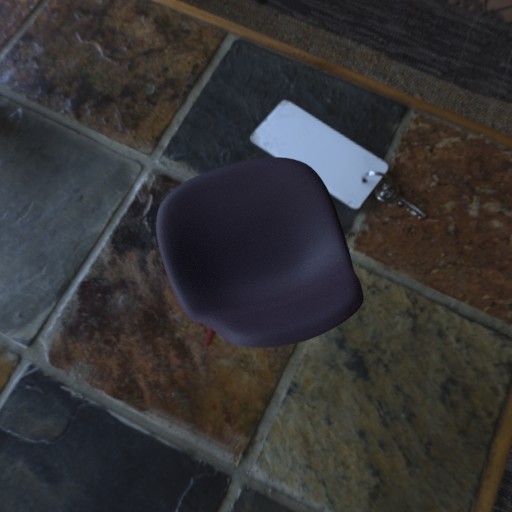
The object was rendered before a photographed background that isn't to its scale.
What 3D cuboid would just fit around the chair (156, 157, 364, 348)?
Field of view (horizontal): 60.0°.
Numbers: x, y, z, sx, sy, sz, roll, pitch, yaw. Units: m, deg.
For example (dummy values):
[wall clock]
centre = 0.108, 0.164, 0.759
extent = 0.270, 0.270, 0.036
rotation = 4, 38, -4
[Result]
[chair]
centre = 0.000, 0.000, 1.175
extent = 0.470, 0.826, 0.533
rotation = -17, 75, -5
